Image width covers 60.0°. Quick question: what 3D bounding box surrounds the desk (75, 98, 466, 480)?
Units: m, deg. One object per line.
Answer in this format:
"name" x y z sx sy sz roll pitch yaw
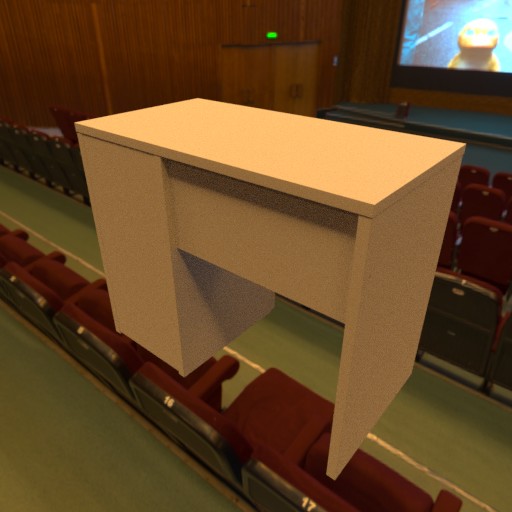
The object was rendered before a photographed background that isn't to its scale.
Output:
"desk" 0.000 0.000 1.312 0.898 0.730 0.482 22 36 34
